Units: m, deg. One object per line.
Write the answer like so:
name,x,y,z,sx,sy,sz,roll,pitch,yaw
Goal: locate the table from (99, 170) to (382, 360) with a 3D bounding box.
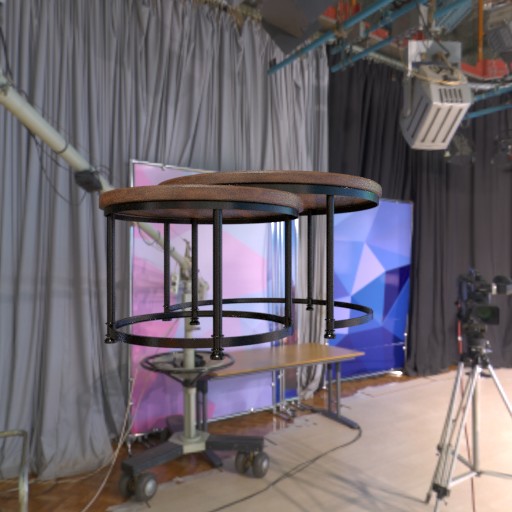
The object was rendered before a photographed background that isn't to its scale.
table,0.000,0.000,1.618,0.870,0.516,1.152,0,0,18
